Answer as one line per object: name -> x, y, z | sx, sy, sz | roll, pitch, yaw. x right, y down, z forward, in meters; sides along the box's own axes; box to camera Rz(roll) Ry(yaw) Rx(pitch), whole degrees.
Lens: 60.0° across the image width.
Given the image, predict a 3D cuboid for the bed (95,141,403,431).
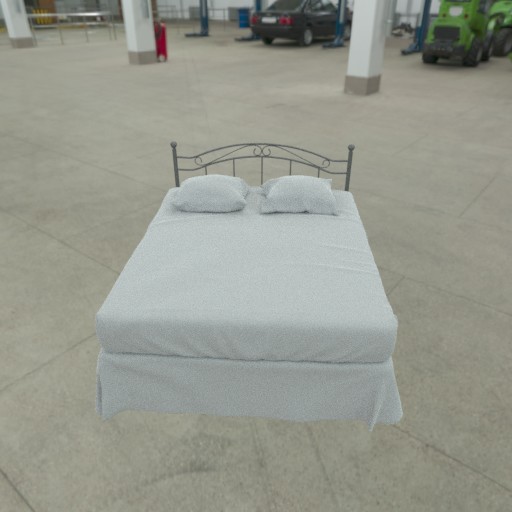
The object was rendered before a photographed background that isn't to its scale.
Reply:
bed -> 0.000, 0.000, 3.300 | 1.936, 1.080, 2.215 | 2, 31, 3
